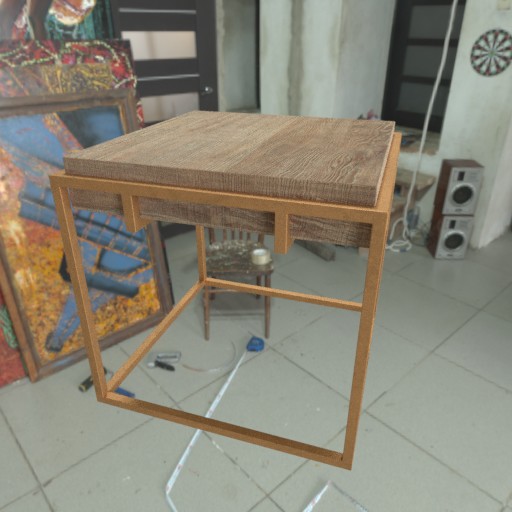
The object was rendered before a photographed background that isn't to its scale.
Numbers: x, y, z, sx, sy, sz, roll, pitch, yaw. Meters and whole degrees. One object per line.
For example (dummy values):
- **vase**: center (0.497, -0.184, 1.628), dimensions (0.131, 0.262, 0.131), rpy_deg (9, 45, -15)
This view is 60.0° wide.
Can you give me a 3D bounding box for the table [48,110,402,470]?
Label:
- **table**: center (0.000, 0.000, 1.095), dimensions (0.599, 0.584, 0.599), rpy_deg (8, 28, 16)
